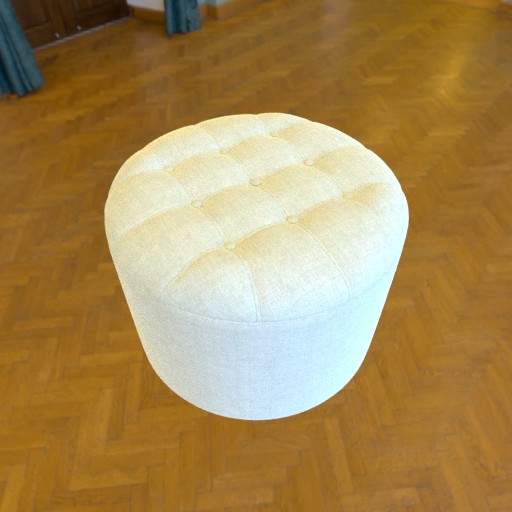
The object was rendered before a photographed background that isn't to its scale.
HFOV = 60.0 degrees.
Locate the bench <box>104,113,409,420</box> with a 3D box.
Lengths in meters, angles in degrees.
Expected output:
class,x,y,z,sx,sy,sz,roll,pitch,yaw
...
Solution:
class,x,y,z,sx,sy,sz,roll,pitch,yaw
bench,0.000,0.000,1.017,0.600,0.453,0.600,0,46,0
